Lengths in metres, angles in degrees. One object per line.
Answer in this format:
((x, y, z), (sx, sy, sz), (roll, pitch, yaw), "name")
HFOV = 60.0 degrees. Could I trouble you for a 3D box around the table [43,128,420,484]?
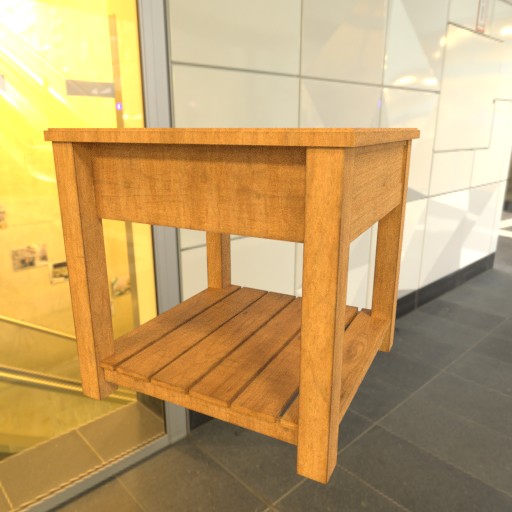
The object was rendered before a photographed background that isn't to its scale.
((0.000, 0.000, 1.068), (0.616, 0.593, 0.612), (8, 18, 26), "table")
